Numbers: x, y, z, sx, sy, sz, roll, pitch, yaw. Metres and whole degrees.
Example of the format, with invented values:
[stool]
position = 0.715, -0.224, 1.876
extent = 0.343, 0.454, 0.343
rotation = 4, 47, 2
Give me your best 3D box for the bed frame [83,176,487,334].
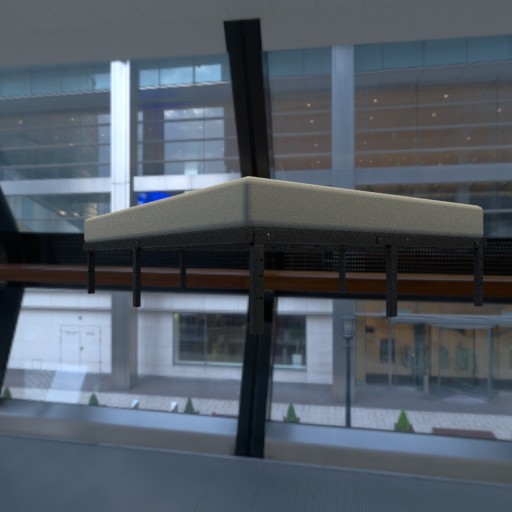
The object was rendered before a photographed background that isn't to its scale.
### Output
[bed frame]
position = 0.000, 0.000, 3.506
extent = 1.990, 0.680, 2.635
rotation = 0, 0, -35
